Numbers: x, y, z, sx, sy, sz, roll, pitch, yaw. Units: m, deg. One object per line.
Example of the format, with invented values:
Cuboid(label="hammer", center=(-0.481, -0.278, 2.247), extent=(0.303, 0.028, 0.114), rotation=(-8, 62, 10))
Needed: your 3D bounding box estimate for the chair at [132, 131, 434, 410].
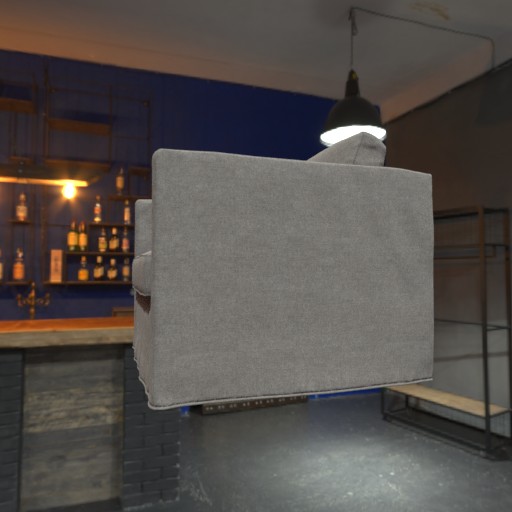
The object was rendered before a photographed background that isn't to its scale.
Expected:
Cuboid(label="chair", center=(0.000, 0.000, 1.820), extent=(0.949, 0.863, 1.057), rotation=(1, -2, -18))
